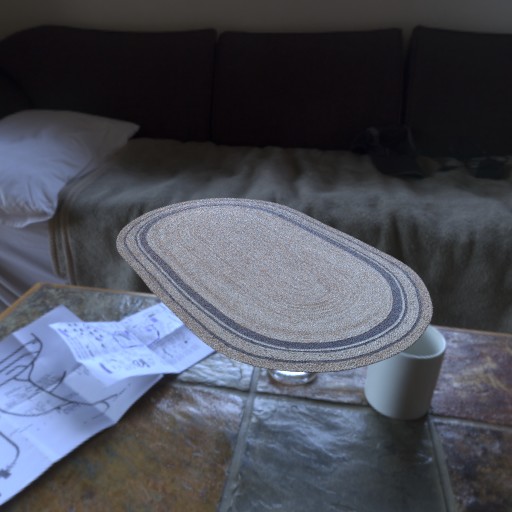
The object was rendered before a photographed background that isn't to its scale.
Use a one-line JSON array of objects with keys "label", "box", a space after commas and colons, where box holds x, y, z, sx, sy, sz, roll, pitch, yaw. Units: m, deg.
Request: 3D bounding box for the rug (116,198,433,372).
[{"label": "rug", "box": [0.000, 0.000, 3.007, 1.520, 0.006, 2.432, -18, 32, -30]}]
